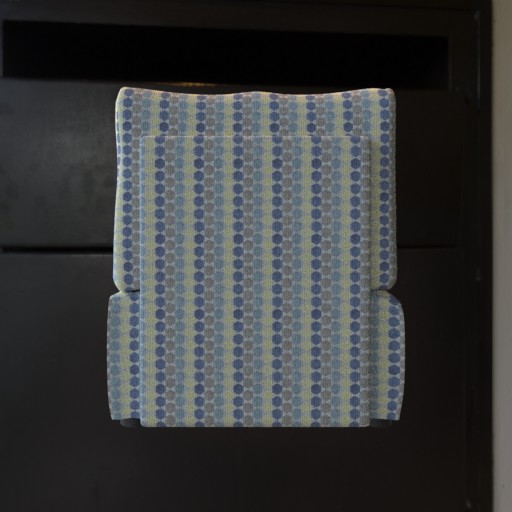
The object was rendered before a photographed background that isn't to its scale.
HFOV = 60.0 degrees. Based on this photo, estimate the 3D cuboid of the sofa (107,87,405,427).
[{"bbox_3d":[0.000,0.000,1.513,0.700,0.820,1.000,0,0,0],"label":"sofa"}]
